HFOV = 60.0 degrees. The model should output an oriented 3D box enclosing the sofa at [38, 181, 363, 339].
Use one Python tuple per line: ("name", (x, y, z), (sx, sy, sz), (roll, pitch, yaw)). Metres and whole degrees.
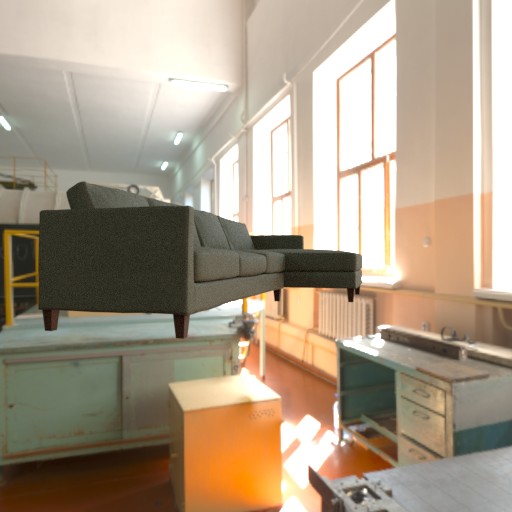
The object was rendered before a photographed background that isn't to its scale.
("sofa", (0.000, 0.000, 3.783), (1.625, 0.861, 3.186), (0, 0, 17))
